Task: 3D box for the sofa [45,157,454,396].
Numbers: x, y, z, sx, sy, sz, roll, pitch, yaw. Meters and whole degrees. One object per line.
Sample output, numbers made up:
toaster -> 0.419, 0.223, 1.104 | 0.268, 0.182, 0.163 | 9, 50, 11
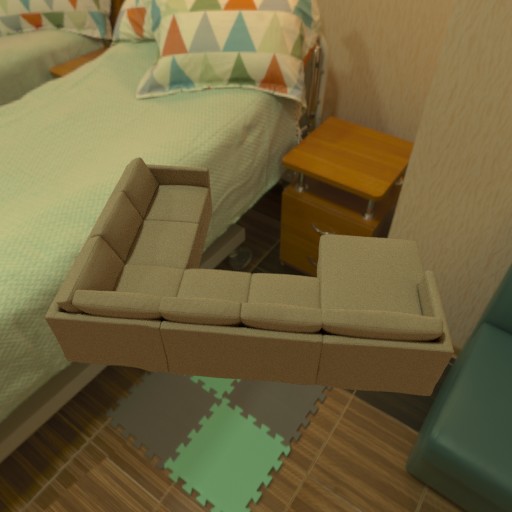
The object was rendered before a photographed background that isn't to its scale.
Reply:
sofa -> 0.000, 0.000, 4.732 | 3.528, 0.878, 2.476 | 4, 45, 4
